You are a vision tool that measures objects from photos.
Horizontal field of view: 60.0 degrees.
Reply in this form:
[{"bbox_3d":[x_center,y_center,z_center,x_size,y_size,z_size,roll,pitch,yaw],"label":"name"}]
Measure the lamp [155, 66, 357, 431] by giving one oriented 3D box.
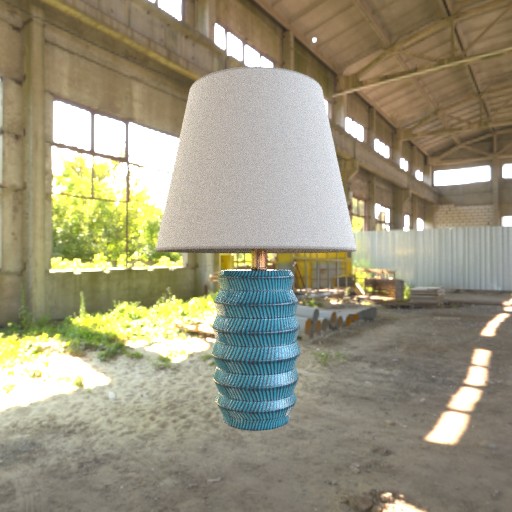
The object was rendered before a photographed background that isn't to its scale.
[{"bbox_3d":[0.000,0.000,0.799,0.355,0.582,0.355,0,-1,0],"label":"lamp"}]
